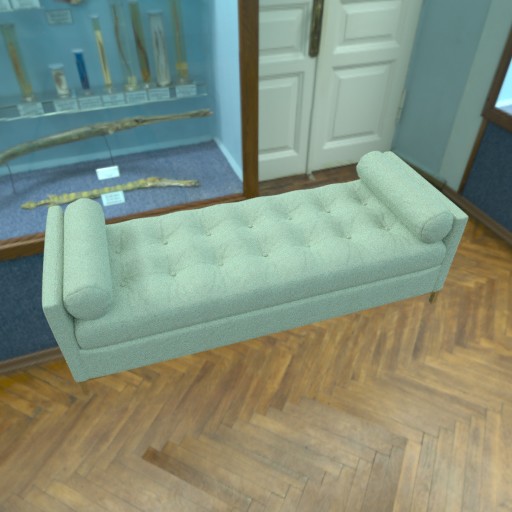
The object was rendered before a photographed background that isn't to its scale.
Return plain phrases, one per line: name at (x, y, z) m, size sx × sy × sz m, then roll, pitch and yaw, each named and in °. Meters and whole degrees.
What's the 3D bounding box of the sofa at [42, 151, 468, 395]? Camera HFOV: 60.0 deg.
sofa at (0.000, 0.000, 2.505) m, size 2.102 × 0.705 × 0.796 m, roll -12°, pitch 42°, yaw -14°
